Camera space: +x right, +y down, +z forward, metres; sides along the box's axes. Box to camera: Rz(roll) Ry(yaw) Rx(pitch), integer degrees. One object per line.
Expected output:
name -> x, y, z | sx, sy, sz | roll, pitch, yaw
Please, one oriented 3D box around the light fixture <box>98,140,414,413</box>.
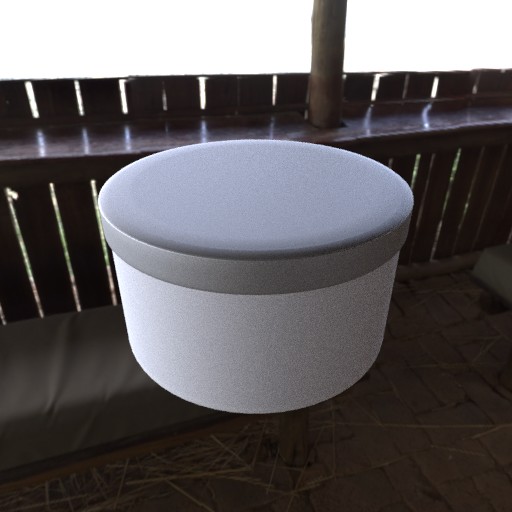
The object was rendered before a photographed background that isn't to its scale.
light fixture -> 0.000, 0.000, 0.634 | 0.393, 0.229, 0.393 | 0, 31, 0
